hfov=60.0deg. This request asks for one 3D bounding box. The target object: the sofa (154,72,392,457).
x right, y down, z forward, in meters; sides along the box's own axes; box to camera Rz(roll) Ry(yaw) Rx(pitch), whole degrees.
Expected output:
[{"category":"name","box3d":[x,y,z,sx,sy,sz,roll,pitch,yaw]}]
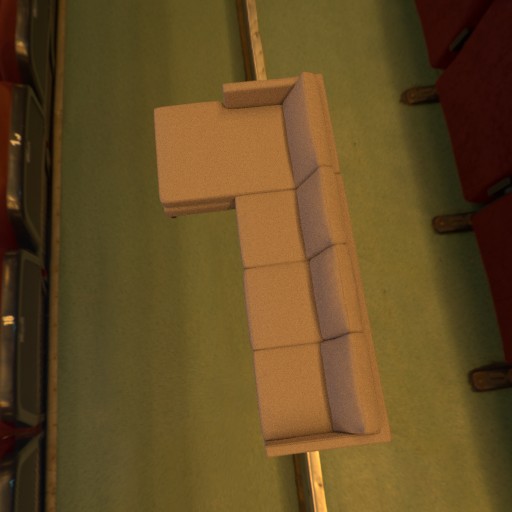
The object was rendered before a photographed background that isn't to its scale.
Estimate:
[{"category":"sofa","box3d":[0.000,0.000,3.855,1.625,0.846,3.186,-7,74,-2]}]
